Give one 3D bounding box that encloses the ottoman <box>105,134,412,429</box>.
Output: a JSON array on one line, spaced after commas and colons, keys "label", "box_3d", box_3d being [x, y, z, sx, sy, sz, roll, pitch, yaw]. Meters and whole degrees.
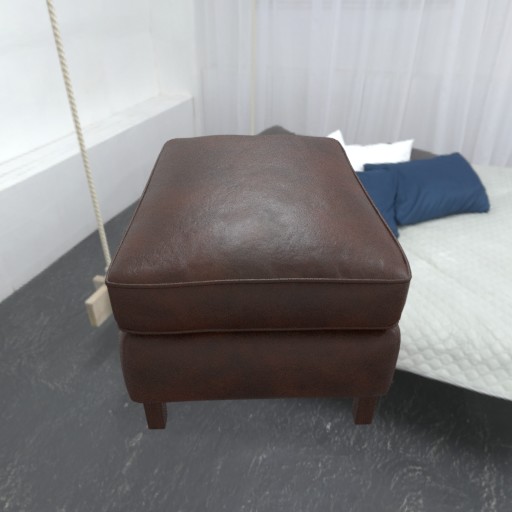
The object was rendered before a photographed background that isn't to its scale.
[{"label": "ottoman", "box_3d": [0.000, 0.000, 0.998, 0.501, 0.432, 0.665, -1, 33, -1]}]
